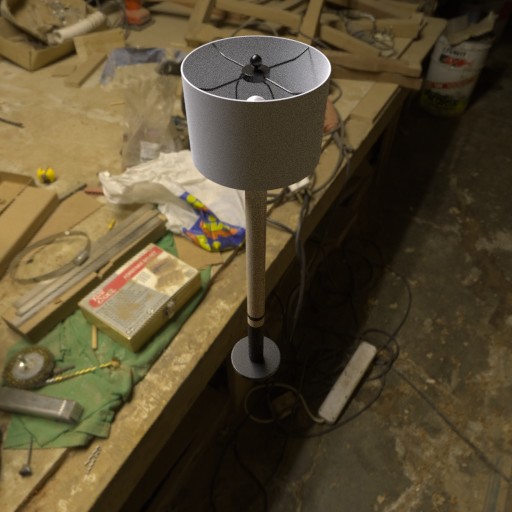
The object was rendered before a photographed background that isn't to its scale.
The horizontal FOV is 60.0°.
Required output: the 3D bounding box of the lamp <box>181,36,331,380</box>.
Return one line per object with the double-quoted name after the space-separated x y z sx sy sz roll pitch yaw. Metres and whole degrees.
0.000 0.000 1.653 0.381 1.478 0.381 24 51 21 "lamp"
